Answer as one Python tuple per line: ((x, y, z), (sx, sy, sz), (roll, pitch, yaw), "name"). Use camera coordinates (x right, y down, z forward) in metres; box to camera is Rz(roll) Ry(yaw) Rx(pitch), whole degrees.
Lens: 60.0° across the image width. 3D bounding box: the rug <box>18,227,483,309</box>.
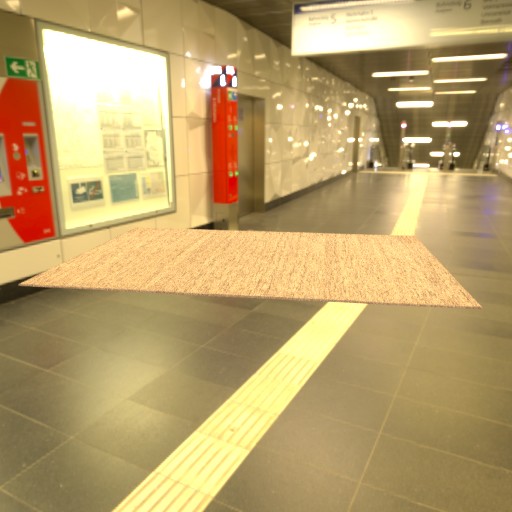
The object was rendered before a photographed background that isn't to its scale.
((0.000, 0.000, 2.318), (1.840, 0.013, 1.225), (2, 15, 8), "rug")
